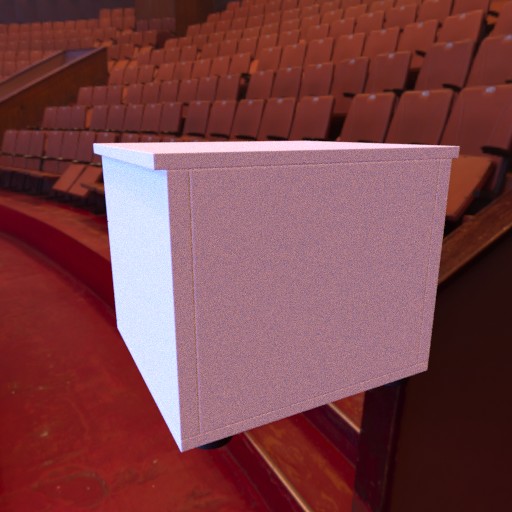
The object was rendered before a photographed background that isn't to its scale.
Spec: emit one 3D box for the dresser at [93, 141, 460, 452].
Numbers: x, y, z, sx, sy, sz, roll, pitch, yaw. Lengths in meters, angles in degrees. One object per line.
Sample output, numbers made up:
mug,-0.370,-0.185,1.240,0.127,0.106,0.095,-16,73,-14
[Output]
dresser,0.000,0.000,0.738,0.430,0.360,0.400,-8,18,-26
